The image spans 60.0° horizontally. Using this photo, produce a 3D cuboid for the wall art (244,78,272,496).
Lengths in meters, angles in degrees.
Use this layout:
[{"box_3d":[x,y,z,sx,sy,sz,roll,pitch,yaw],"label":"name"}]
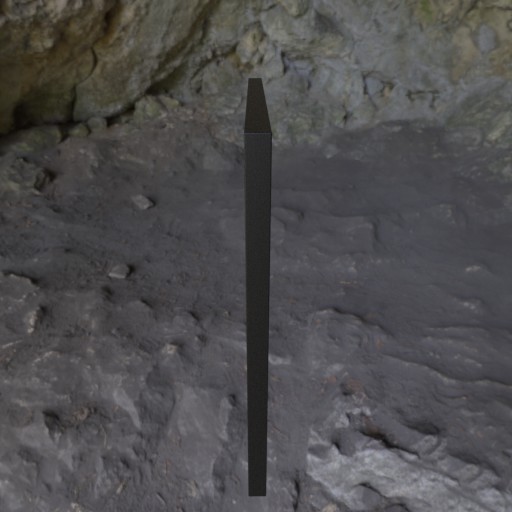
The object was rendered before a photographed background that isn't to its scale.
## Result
[{"box_3d":[0.000,0.000,1.114,0.038,0.765,0.765,0,27,0],"label":"wall art"}]
